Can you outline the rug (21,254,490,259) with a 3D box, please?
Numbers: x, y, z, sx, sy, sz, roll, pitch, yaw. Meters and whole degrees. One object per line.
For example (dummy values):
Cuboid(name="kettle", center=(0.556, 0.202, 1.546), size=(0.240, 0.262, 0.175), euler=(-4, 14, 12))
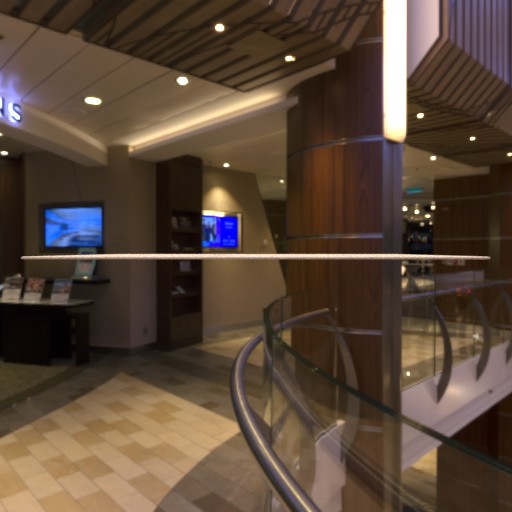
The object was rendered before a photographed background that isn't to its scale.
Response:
Cuboid(name="rug", center=(0.000, 0.000, 2.328), size=(1.829, 0.010, 1.219), euler=(0, 1, 1))
